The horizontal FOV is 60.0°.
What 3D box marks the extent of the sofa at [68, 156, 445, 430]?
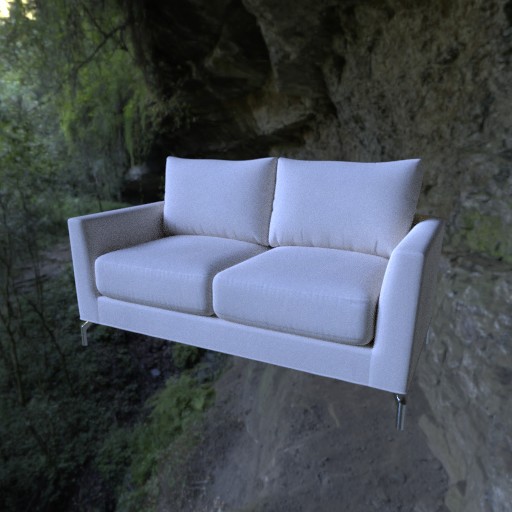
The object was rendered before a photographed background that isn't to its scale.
[{"bbox_3d":[0.000,0.000,2.316,1.739,0.995,0.906,7,15,26],"label":"sofa"}]
